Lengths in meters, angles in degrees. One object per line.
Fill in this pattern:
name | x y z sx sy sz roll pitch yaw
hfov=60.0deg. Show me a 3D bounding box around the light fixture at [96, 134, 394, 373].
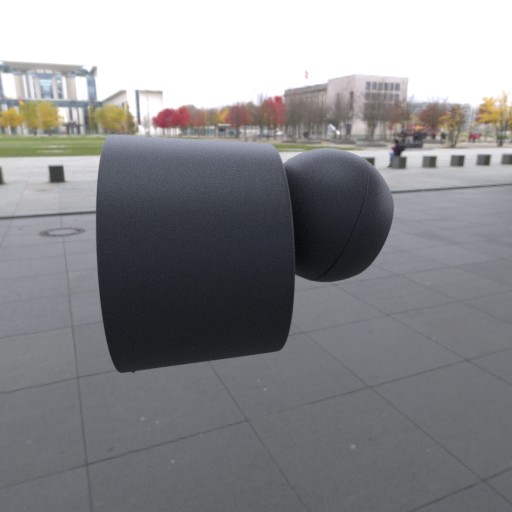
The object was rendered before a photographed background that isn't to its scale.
light fixture | 0.000 0.000 0.270 0.160 0.143 0.134 -2 16 -9
